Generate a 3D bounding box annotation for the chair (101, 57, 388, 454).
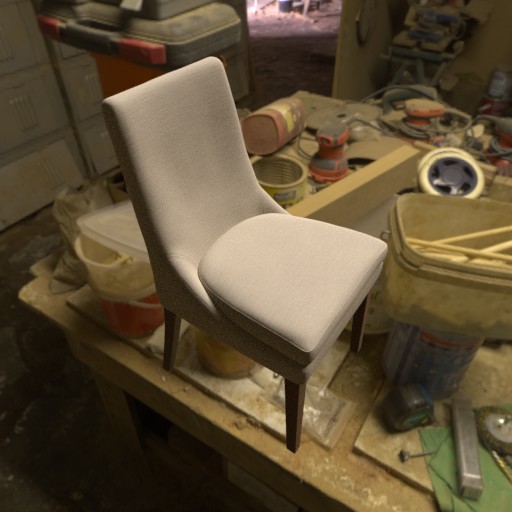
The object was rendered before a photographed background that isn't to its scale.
[{"bbox_3d":[0.000,0.000,1.311,0.638,0.940,0.515,24,46,25],"label":"chair"}]
